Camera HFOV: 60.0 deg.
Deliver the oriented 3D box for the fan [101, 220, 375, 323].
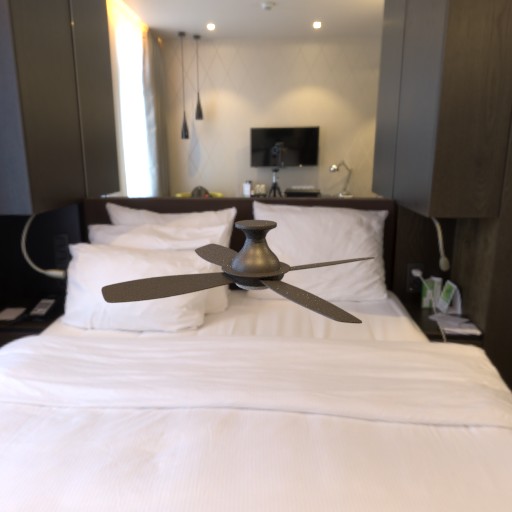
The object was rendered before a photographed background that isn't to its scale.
[{"bbox_3d":[0.000,0.000,2.526,1.694,0.382,1.694,-7,15,-27],"label":"fan"}]
